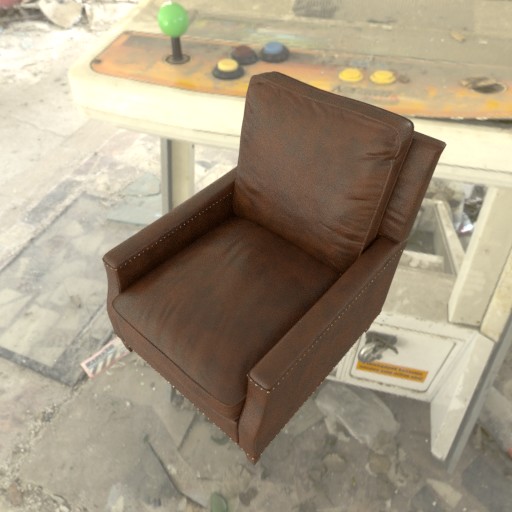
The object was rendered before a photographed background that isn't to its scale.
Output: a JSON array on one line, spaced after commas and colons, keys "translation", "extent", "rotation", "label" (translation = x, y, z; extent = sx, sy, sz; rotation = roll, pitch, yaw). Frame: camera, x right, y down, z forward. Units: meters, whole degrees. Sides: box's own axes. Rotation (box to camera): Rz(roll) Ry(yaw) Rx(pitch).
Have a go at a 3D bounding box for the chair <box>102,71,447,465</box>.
[{"translation": [0.000, 0.000, 1.759], "extent": [0.854, 1.054, 1.035], "rotation": [32, 54, 27], "label": "chair"}]
